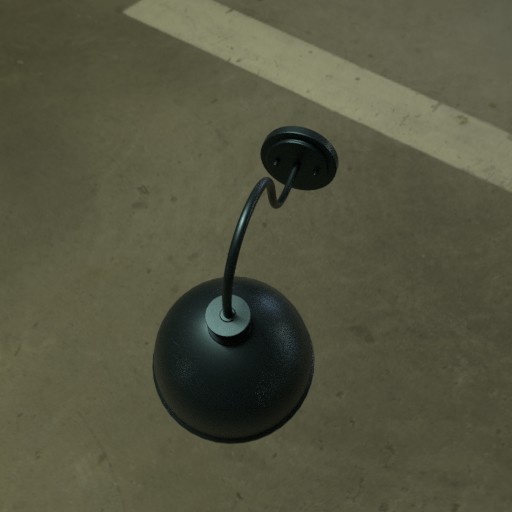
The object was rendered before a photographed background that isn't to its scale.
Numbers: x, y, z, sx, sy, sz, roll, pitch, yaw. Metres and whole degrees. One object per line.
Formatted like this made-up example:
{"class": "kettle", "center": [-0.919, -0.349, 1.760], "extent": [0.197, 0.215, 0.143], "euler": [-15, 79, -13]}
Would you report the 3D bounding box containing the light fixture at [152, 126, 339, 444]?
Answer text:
{"class": "light fixture", "center": [0.000, 0.000, 0.628], "extent": [0.253, 0.295, 0.467], "euler": [17, 61, 10]}
